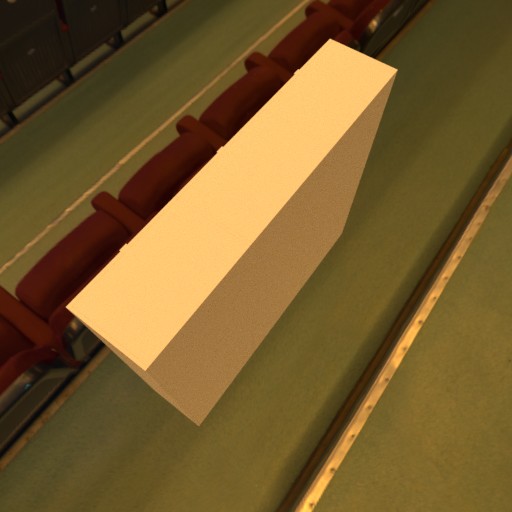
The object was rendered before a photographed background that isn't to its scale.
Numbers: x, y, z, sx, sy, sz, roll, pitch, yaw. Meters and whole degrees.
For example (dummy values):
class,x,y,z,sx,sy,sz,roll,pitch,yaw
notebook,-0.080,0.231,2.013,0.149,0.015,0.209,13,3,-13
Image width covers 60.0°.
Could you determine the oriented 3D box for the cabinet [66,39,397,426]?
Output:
class,x,y,z,sx,sy,sz,roll,pitch,yaw
cabinet,0.000,0.000,3.865,0.590,2.370,2.700,33,67,16
